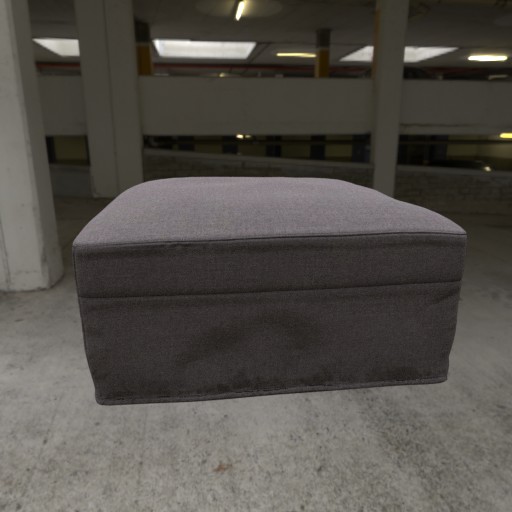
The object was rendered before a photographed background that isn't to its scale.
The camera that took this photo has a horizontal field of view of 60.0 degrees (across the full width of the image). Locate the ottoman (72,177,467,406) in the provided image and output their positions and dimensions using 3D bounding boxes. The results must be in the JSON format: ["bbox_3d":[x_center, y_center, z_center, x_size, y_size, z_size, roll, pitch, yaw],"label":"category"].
[{"bbox_3d":[0.000,0.000,1.323,0.840,0.436,0.843,-2,16,-7],"label":"ottoman"}]
